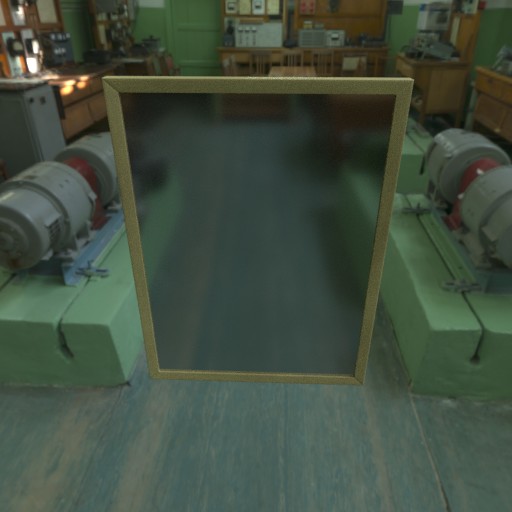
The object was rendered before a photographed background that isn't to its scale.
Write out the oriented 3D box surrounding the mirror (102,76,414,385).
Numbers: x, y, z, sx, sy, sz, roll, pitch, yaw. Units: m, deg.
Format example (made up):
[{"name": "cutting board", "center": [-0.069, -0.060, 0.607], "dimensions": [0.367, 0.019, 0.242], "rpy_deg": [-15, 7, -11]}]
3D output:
[{"name": "mirror", "center": [0.000, 0.000, 1.349], "dimensions": [0.762, 1.016, 0.040], "rpy_deg": [1, 30, 2]}]
